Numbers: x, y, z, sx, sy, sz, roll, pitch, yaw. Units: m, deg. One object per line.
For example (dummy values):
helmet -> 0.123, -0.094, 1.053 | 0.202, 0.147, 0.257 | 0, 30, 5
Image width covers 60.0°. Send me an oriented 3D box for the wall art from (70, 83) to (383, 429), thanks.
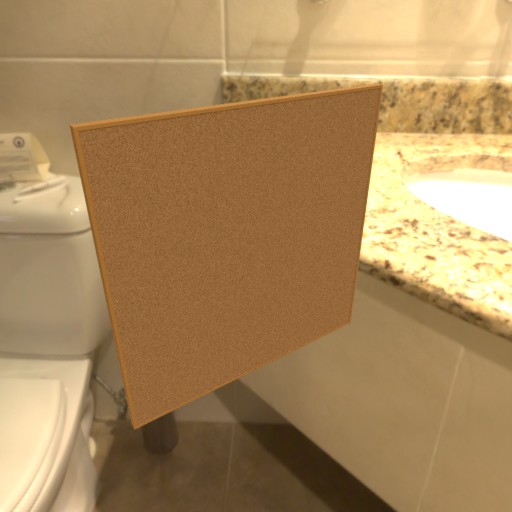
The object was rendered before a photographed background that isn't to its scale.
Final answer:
wall art -> 0.000, 0.000, 0.676 | 0.457, 0.455, 0.013 | -19, 35, -29
